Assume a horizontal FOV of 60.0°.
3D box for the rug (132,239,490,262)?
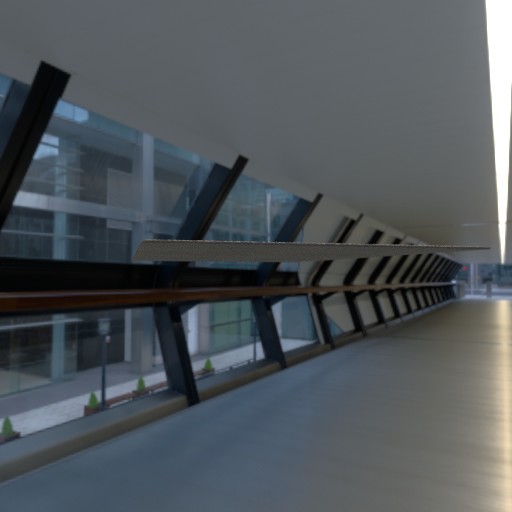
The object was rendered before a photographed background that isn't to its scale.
[{"bbox_3d":[0.000,0.000,2.225,1.175,0.008,1.783,1,-2,-17],"label":"rug"}]
